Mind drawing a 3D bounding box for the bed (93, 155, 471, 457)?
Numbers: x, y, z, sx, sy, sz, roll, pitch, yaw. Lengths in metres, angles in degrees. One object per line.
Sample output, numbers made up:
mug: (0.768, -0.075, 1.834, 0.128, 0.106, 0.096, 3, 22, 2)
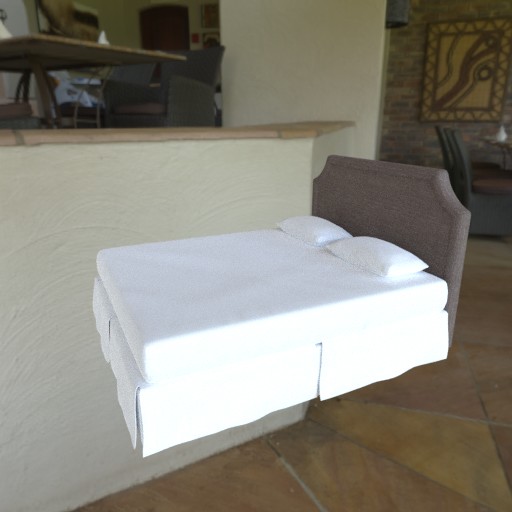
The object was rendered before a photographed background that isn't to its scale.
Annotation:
bed: (0.000, 0.000, 4.043, 2.773, 1.590, 2.350, -8, 19, -24)
